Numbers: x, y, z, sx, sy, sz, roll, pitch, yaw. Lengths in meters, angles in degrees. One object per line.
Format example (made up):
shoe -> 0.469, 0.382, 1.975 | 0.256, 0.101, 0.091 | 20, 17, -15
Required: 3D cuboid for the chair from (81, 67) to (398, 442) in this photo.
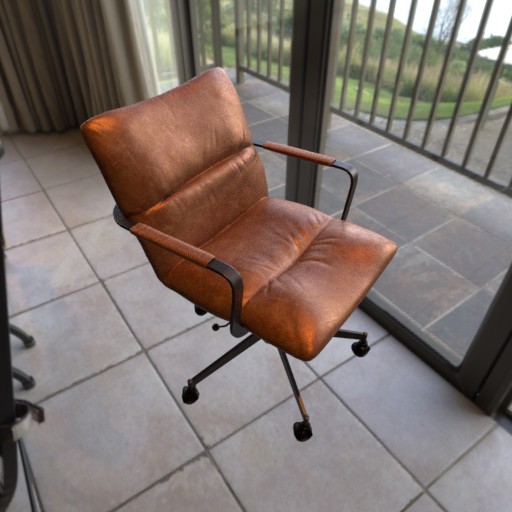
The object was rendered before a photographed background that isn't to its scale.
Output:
chair -> 0.000, 0.000, 1.435 | 0.754, 0.922, 0.727 | 26, 47, 27
